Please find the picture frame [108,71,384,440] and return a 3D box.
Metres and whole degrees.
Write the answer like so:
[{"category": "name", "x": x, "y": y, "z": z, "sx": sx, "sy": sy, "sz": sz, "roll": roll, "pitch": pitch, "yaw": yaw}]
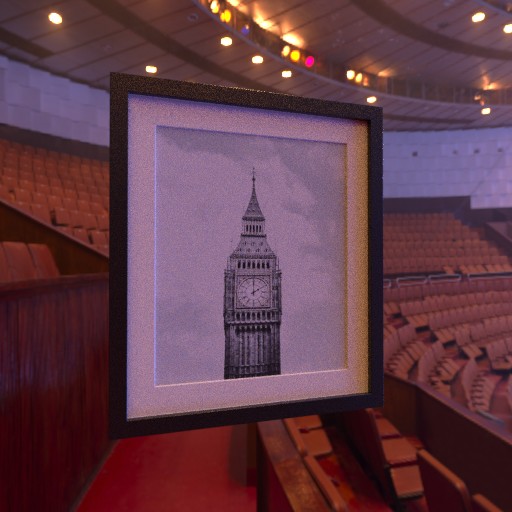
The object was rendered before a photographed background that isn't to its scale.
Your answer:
[{"category": "picture frame", "x": 0.000, "y": 0.000, "z": 0.522, "sx": 0.328, "sy": 0.378, "sz": 0.034, "roll": 0, "pitch": -1, "yaw": -19}]
